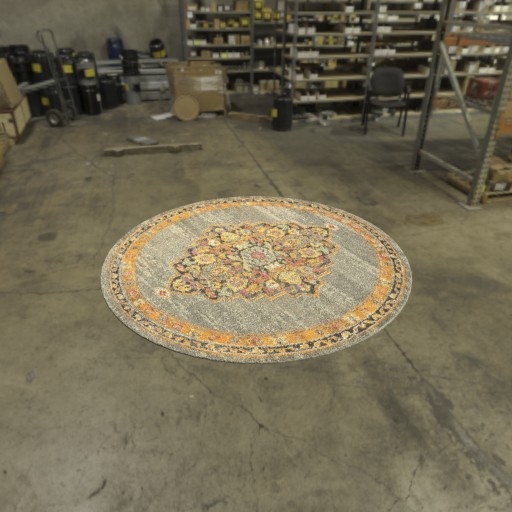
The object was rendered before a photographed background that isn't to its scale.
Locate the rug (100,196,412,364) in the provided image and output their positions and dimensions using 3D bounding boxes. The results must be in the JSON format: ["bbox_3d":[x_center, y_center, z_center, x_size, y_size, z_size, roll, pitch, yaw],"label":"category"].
[{"bbox_3d":[0.000,0.000,2.371,1.598,0.010,1.598,0,31,0],"label":"rug"}]
